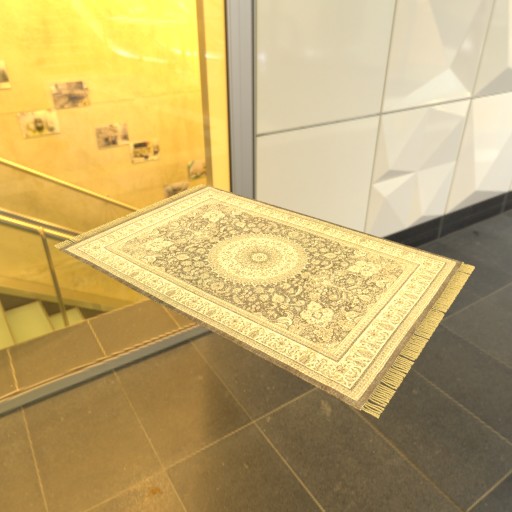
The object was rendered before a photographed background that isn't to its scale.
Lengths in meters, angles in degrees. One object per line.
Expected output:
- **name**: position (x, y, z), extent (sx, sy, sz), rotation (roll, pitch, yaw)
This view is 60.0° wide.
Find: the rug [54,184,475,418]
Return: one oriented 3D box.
- **rug**: position (0.000, 0.000, 4.210), extent (3.422, 0.015, 2.143), rotation (21, 36, 32)
